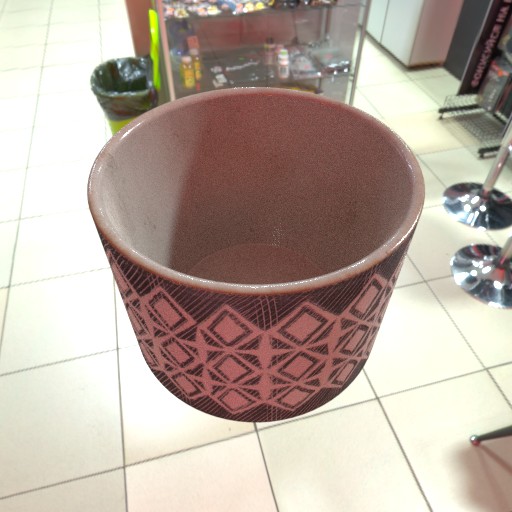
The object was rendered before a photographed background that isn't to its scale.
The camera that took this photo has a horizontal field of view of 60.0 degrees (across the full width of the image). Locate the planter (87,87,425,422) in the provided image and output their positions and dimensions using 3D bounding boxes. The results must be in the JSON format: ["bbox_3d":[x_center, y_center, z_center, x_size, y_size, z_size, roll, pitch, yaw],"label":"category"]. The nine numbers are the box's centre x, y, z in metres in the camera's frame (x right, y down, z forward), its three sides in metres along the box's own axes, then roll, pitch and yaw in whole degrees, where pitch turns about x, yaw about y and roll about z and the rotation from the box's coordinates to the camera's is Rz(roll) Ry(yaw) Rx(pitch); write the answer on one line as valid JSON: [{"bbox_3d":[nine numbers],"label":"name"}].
[{"bbox_3d":[0.000,0.000,0.209,0.126,0.104,0.126,0,47,0],"label":"planter"}]
